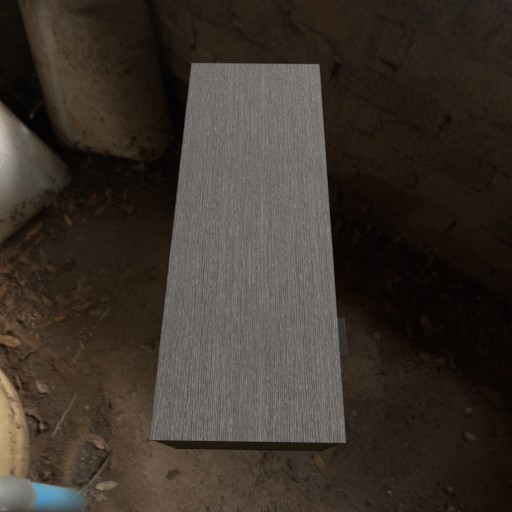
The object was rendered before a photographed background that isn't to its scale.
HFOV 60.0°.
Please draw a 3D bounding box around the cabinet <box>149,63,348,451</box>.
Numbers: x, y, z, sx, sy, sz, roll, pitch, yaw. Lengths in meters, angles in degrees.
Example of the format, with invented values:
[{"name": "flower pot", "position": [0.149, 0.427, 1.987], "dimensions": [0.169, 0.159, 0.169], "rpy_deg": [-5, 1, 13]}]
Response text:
[{"name": "cabinet", "position": [0.000, 0.000, 1.628], "dimensions": [0.500, 0.599, 1.300], "rpy_deg": [1, 64, 0]}]
